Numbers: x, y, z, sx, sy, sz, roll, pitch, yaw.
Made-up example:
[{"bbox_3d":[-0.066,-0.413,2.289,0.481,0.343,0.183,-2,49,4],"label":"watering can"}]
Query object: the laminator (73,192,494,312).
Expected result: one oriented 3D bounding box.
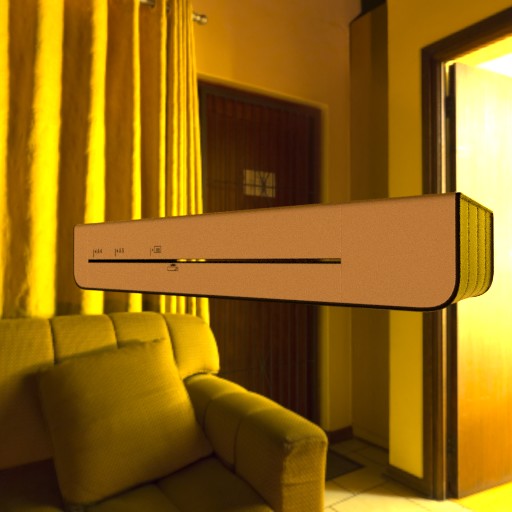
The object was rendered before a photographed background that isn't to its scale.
[{"bbox_3d":[0.000,0.000,0.370,0.340,0.062,0.123,0,-1,36],"label":"laminator"}]
